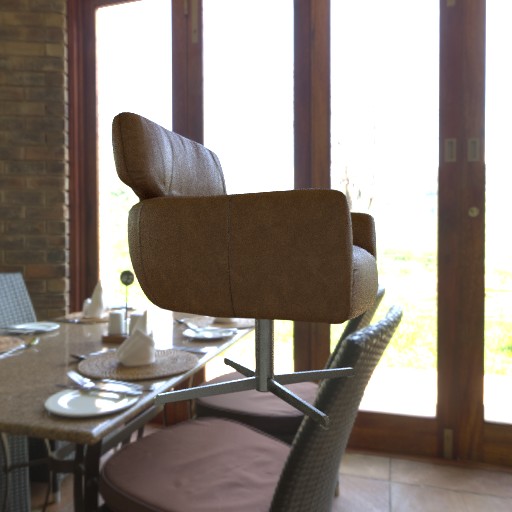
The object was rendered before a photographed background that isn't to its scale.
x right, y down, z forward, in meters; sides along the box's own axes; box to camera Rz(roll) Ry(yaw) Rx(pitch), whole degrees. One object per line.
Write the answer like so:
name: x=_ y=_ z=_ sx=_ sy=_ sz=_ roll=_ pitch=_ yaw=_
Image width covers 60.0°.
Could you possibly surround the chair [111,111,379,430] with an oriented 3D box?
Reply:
chair: x=0.000 y=0.000 z=1.353 sx=0.715 sy=0.812 sz=0.706 roll=0 pitch=1 yaw=20
